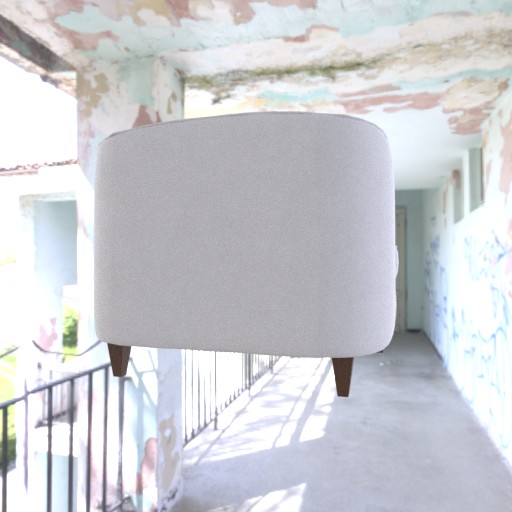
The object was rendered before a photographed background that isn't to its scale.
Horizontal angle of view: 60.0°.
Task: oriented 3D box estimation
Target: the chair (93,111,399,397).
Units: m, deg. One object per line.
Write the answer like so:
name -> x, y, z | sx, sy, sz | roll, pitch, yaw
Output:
chair -> 0.000, 0.000, 1.792 | 1.104, 0.852, 0.941 | 0, -1, 17
